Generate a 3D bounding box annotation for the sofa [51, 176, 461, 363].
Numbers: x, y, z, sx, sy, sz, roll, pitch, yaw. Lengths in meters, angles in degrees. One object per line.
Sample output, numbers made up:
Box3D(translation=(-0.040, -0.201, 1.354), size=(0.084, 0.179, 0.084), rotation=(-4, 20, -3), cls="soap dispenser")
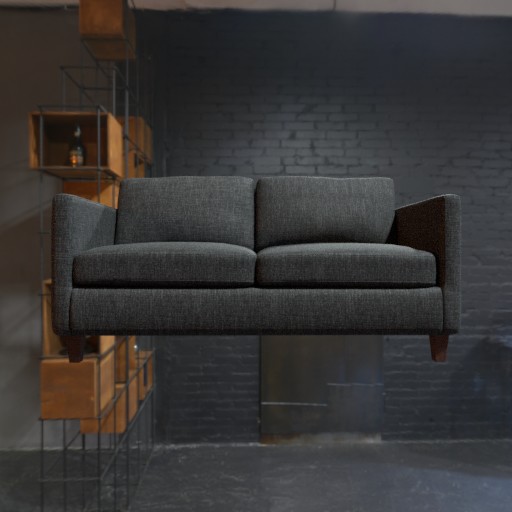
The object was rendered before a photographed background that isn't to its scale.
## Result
Box3D(translation=(0.000, 0.000, 2.445), size=(1.884, 0.963, 0.950), rotation=(0, 1, -1), cls="sofa")
